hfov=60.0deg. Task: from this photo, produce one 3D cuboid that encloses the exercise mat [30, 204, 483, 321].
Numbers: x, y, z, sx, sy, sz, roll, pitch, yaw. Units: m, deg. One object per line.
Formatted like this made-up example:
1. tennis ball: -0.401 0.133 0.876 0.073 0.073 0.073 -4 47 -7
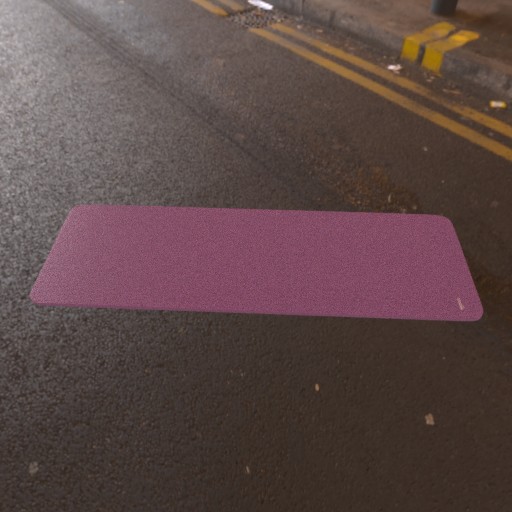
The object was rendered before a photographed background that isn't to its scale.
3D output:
1. exercise mat: 0.000 0.000 1.991 1.869 0.021 0.616 2 47 2
